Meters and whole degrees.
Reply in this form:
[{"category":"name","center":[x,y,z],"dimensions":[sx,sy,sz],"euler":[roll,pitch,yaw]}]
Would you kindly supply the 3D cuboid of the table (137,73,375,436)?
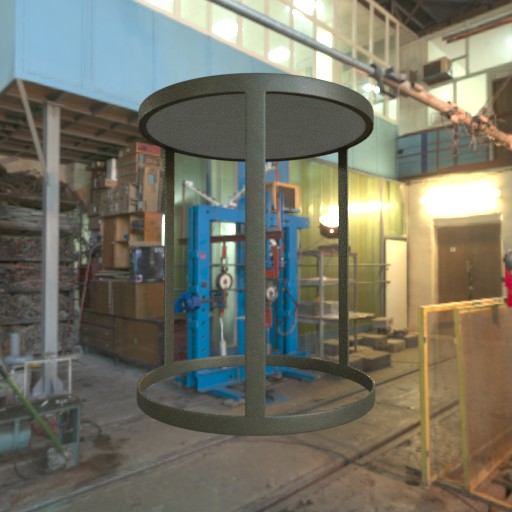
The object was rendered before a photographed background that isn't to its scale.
[{"category":"table","center":[0.000,0.000,0.929],"dimensions":[0.480,0.565,0.480],"euler":[0,-1,0]}]
